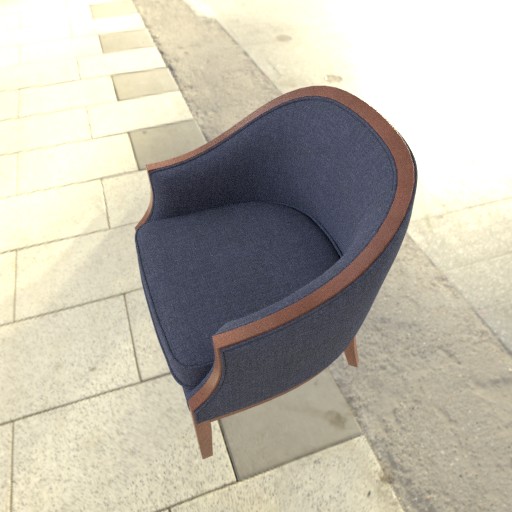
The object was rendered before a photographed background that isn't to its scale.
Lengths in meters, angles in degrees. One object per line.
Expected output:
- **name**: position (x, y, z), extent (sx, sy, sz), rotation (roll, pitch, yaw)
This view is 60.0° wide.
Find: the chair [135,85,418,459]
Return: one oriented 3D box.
- **chair**: position (0.000, 0.000, 1.431), extent (0.735, 0.876, 0.803), rotation (-16, 48, -15)
